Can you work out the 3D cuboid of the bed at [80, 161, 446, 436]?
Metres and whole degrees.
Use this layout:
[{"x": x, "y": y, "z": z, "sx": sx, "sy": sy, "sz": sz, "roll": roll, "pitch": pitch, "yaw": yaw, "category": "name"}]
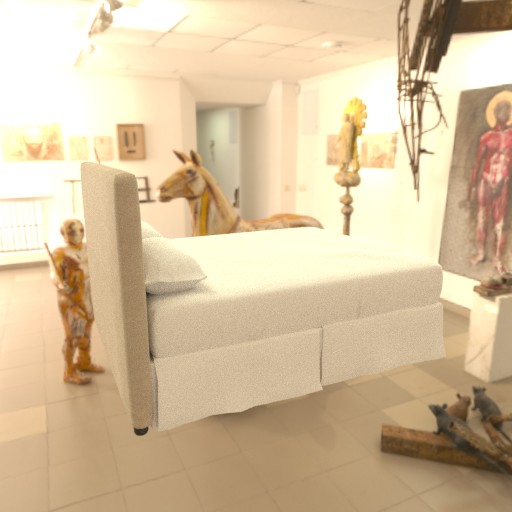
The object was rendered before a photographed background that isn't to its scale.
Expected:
[{"x": 0.000, "y": 0.000, "z": 3.198, "sx": 2.162, "sy": 1.330, "sz": 1.713, "roll": -7, "pitch": 15, "yaw": -25, "category": "bed"}]
